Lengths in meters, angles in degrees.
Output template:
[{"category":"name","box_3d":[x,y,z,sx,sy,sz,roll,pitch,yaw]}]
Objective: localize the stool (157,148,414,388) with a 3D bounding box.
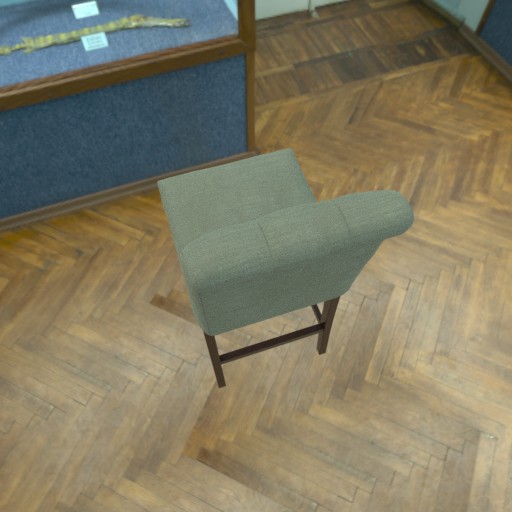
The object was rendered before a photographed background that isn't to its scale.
[{"category":"stool","box_3d":[0.000,0.000,1.435,0.486,1.084,0.660,-16,60,-9]}]
